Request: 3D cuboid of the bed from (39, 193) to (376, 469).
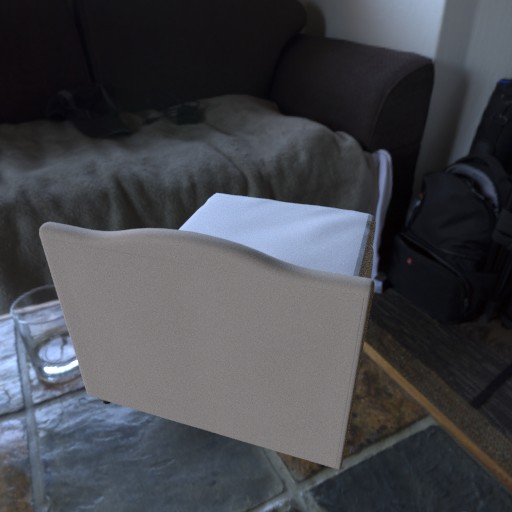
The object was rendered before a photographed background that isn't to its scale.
[{"bbox_3d":[0.000,0.000,3.159,1.678,1.398,2.052,10,34,15],"label":"bed"}]
